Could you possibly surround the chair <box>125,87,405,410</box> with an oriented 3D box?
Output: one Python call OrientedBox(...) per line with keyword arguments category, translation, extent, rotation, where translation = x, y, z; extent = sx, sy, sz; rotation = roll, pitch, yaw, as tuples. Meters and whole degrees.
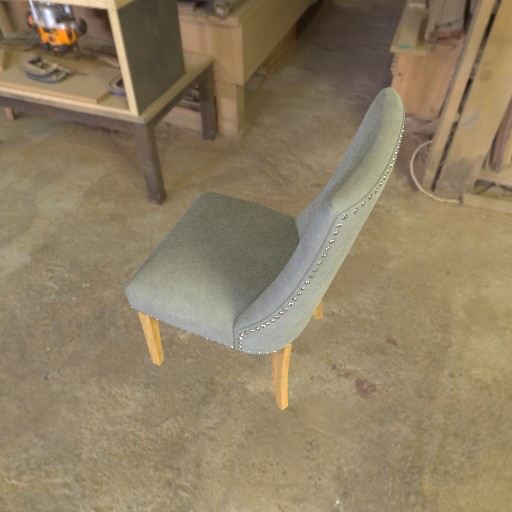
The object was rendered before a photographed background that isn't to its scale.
OrientedBox(category="chair", translation=(0.000, 0.000, 1.270), extent=(0.610, 0.902, 0.495), rotation=(17, 49, 16))
